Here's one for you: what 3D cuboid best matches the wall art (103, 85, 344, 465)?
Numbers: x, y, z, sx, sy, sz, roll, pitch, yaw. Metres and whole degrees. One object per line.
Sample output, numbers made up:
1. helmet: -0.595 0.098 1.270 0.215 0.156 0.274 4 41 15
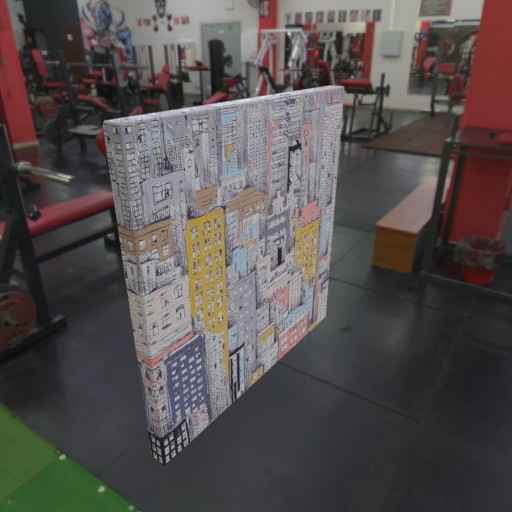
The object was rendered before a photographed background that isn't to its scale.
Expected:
1. wall art: 0.000 0.000 1.132 0.048 0.762 0.761 18 31 33
